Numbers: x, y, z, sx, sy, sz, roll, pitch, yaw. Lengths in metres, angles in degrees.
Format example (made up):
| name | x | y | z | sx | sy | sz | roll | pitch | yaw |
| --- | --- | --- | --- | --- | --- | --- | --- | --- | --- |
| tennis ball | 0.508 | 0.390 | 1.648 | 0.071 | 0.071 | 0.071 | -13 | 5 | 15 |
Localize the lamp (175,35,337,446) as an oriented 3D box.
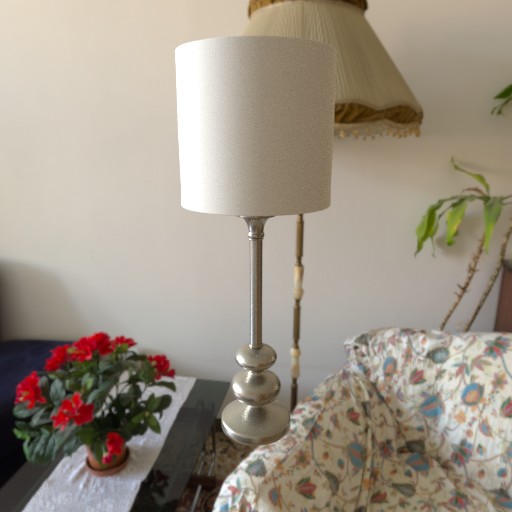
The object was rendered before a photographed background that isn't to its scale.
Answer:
| name | x | y | z | sx | sy | sz | roll | pitch | yaw |
| --- | --- | --- | --- | --- | --- | --- | --- | --- | --- |
| lamp | 0.000 | 0.000 | 0.789 | 0.254 | 0.690 | 0.254 | -8 | 17 | -27 |
